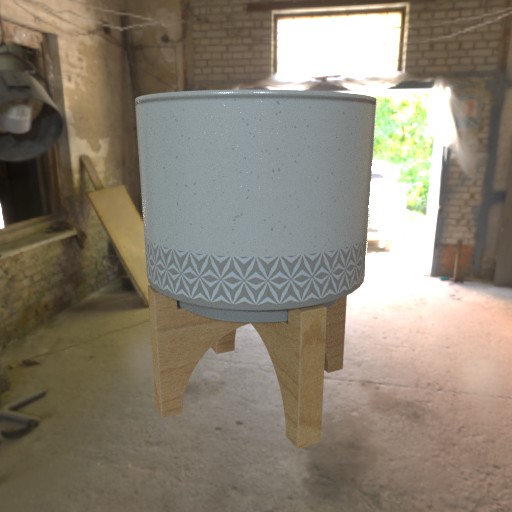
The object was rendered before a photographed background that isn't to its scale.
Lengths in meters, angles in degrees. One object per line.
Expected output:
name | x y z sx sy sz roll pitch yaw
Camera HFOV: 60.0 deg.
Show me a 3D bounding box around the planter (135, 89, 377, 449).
planter | 0.000 0.000 0.269 0.130 0.178 0.130 0 15 0
